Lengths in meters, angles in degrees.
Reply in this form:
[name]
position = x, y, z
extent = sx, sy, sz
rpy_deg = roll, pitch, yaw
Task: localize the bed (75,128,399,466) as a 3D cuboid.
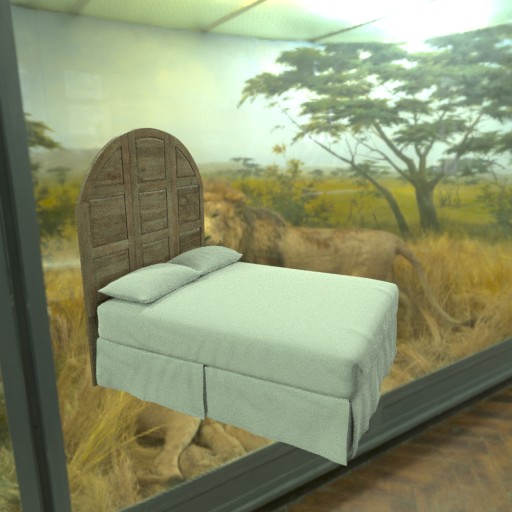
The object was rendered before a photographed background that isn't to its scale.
[bed]
position = 0.000, 0.000, 3.545
extent = 2.112, 2.002, 1.713
rpy_deg = 7, 16, 25
